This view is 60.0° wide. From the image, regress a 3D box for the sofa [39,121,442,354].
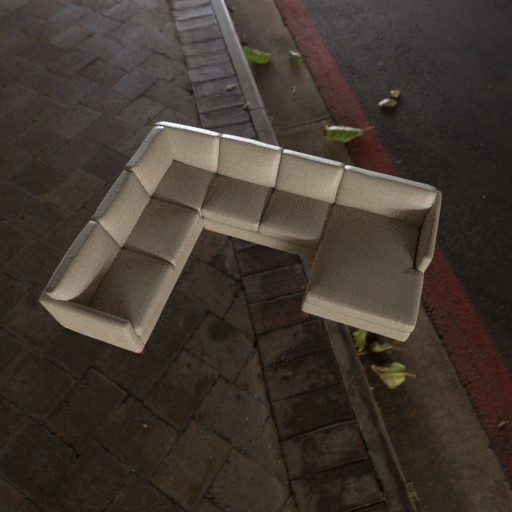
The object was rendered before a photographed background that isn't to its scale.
[{"bbox_3d":[0.000,0.000,4.682,3.460,0.961,2.594,16,59,10],"label":"sofa"}]
